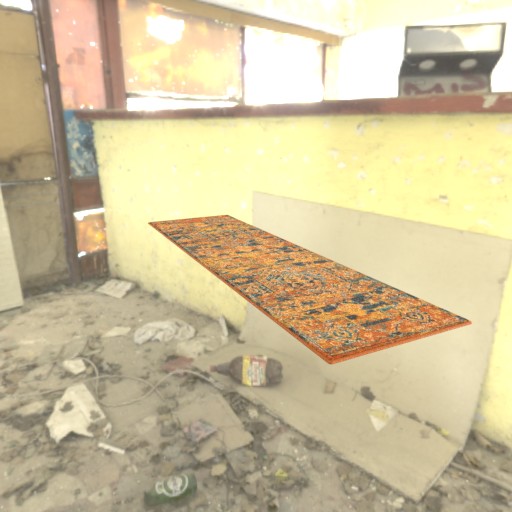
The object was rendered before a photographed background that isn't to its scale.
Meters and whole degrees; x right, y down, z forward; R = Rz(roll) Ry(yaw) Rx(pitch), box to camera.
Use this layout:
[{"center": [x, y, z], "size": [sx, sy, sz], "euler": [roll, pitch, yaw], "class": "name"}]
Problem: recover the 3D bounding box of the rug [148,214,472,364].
[{"center": [0.000, 0.000, 2.473], "size": [0.651, 0.016, 2.274], "euler": [-8, 18, -26], "class": "rug"}]
